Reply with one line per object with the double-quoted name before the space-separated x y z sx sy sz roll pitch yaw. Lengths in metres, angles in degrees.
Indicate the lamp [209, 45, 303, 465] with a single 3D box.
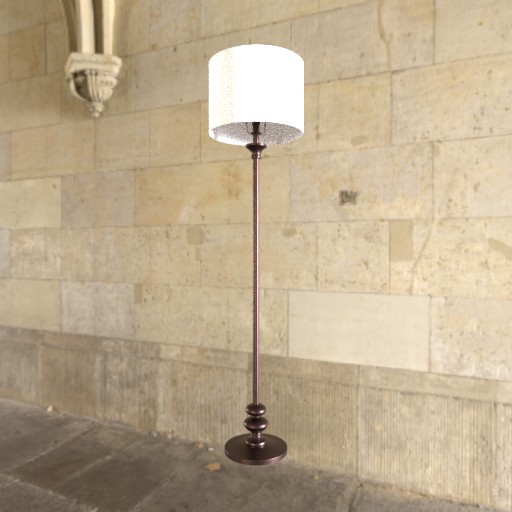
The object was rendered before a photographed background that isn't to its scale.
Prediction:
"lamp" 0.000 0.000 1.687 0.356 1.487 0.356 0 1 -18
